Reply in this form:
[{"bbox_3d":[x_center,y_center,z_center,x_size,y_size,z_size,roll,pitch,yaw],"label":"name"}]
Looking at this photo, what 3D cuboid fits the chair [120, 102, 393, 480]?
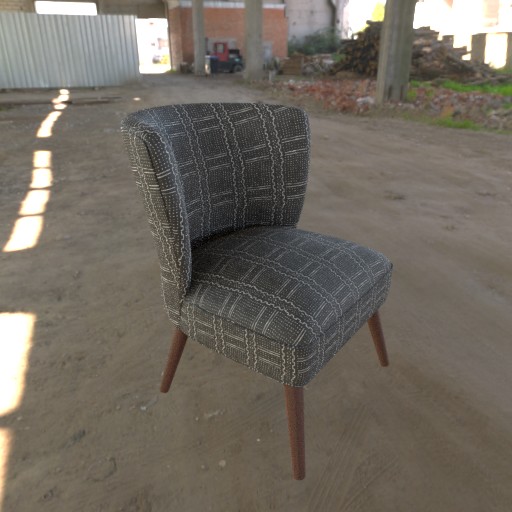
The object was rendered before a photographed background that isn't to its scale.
[{"bbox_3d":[0.000,0.000,1.399,0.758,0.866,0.710,17,29,33],"label":"chair"}]
